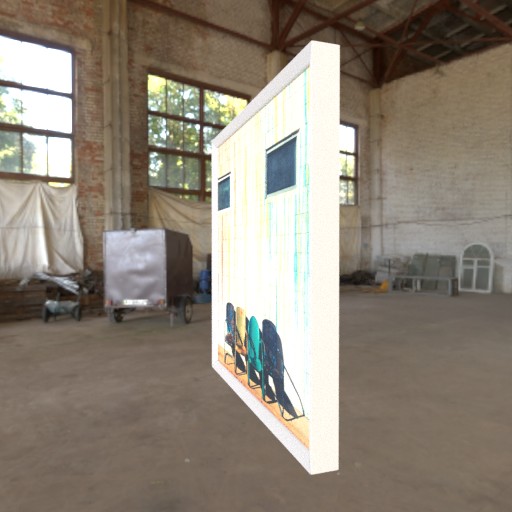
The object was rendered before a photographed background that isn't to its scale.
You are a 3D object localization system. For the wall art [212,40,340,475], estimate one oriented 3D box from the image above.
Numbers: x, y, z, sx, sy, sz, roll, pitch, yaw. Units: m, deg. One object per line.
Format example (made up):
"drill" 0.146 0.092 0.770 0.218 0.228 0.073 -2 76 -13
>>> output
"wall art" 0.000 0.000 0.763 0.037 0.508 0.508 0 1 -19
